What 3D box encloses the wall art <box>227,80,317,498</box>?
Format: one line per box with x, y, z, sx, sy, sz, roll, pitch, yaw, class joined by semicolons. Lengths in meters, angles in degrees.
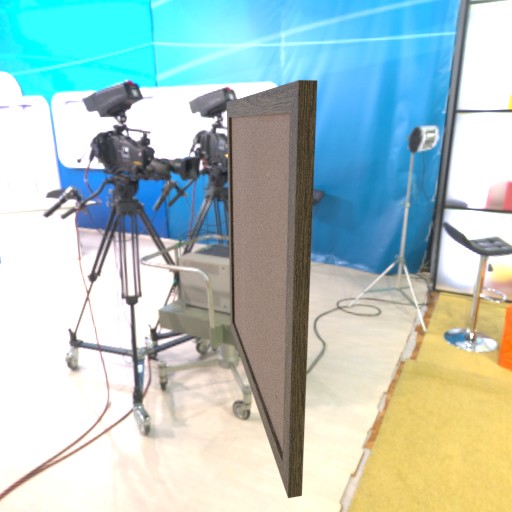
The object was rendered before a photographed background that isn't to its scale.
0.000;0.000;0.744;0.019;0.508;0.508;-3;17;-11;wall art
